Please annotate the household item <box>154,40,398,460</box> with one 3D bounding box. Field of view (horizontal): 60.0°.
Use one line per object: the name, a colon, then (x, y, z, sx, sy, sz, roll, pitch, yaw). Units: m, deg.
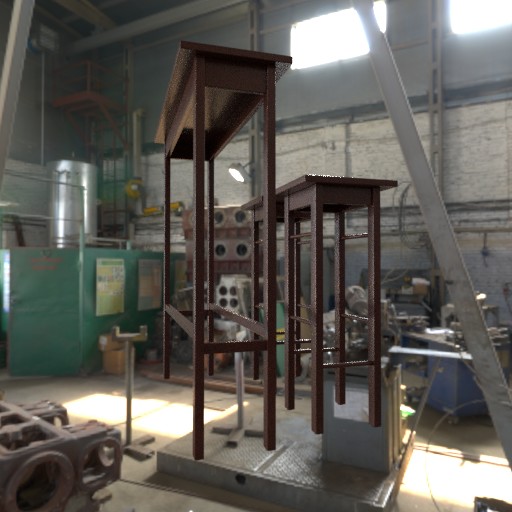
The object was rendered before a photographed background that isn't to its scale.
household item: (0.000, 0.000, 1.639, 0.676, 1.067, 0.914, 0, -1, -17)
